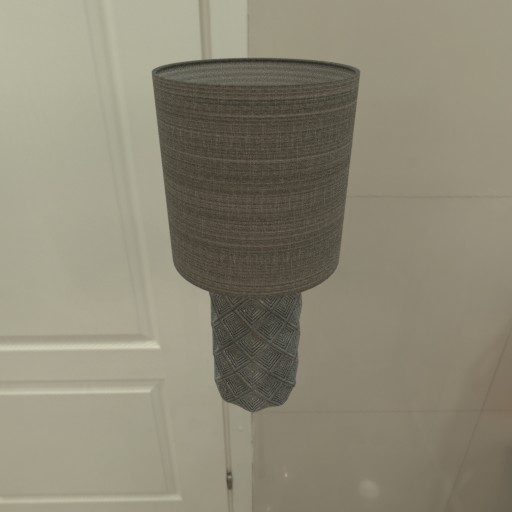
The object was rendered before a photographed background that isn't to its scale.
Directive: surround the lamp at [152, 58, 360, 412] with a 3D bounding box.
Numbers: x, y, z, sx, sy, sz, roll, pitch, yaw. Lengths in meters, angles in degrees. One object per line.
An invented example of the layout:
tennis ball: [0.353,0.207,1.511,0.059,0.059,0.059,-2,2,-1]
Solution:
lamp: [0.000,0.000,0.722,0.268,0.566,0.269,0,30,-1]
